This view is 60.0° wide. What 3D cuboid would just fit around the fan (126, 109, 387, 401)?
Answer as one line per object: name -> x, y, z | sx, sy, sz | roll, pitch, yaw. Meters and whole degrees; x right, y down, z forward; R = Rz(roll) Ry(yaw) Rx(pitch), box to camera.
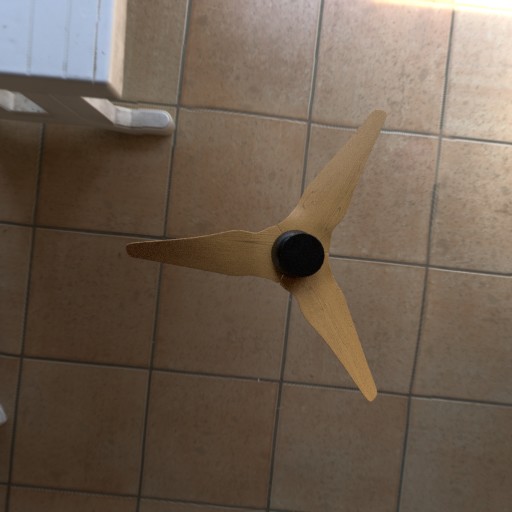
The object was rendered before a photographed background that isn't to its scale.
fan -> 0.000, 0.000, 1.625 | 1.010, 0.355, 1.142 | 0, 91, 0
